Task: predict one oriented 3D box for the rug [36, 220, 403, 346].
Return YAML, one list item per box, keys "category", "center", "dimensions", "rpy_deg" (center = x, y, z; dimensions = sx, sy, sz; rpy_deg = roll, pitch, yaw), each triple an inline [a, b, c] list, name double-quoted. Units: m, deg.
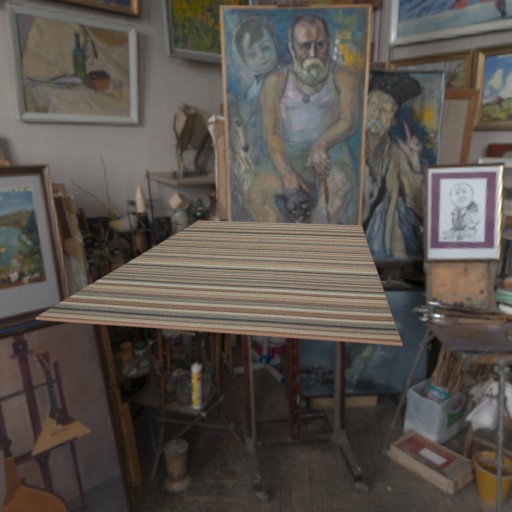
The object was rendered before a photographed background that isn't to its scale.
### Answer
- category: "rug"
  center: [0.000, 0.000, 2.945]
  dimensions: [1.523, 0.014, 2.438]
  rpy_deg: [2, 15, 9]
